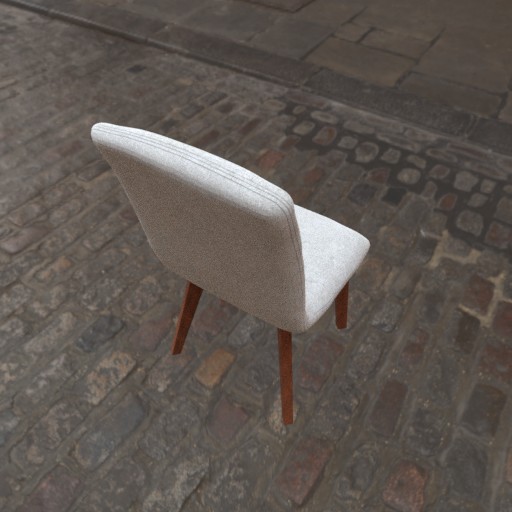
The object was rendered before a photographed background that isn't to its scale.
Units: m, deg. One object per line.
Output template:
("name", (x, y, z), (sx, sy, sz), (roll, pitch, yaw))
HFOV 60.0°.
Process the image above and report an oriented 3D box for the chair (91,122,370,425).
("chair", (0.000, 0.000, 1.287), (0.522, 0.974, 0.563), (25, 51, 22))
